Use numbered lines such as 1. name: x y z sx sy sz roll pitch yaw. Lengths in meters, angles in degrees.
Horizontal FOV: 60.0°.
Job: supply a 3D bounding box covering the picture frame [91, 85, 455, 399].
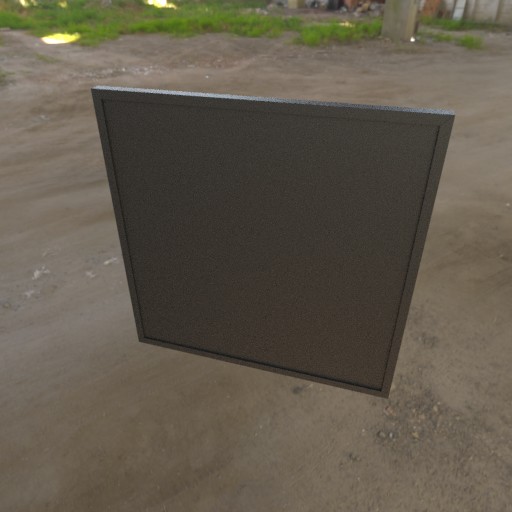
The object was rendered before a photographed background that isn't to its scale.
1. picture frame: 0.000 0.000 1.129 0.775 0.775 0.032 9 34 14
